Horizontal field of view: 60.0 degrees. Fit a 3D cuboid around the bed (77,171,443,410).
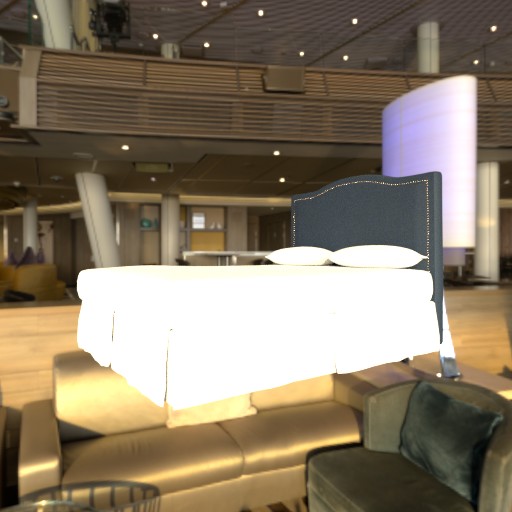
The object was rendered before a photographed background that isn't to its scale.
[{"bbox_3d":[0.000,0.000,3.406,2.282,1.436,1.821,0,0,-35],"label":"bed"}]
